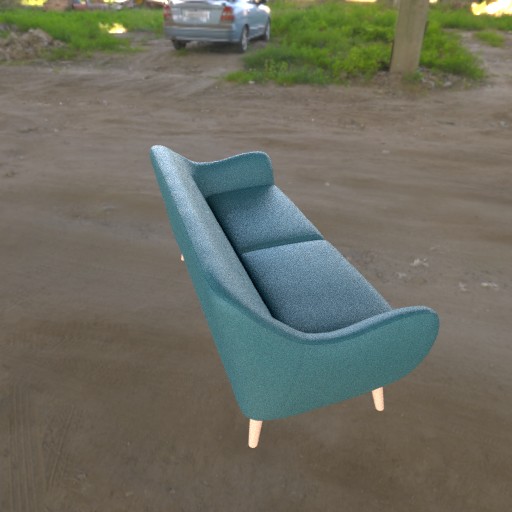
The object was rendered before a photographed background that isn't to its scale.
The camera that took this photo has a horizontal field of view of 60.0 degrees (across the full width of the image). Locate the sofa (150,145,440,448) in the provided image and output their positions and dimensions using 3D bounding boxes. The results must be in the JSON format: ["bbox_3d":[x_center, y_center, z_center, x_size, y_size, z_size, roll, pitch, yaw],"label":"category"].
[{"bbox_3d":[0.000,0.000,2.284,0.820,0.836,1.840,-10,33,-16],"label":"sofa"}]
